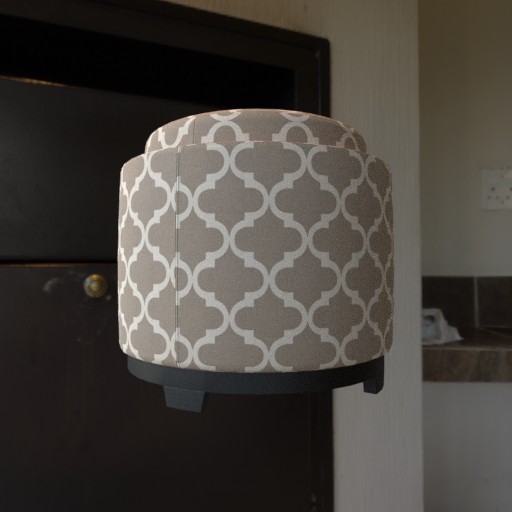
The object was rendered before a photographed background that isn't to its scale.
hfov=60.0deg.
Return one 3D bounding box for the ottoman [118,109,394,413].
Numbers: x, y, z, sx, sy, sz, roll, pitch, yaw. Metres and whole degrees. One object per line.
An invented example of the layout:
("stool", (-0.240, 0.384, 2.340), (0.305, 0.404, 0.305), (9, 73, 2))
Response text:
("ottoman", (0.000, 0.000, 0.807), (0.480, 0.429, 0.480), (0, -1, 0))
